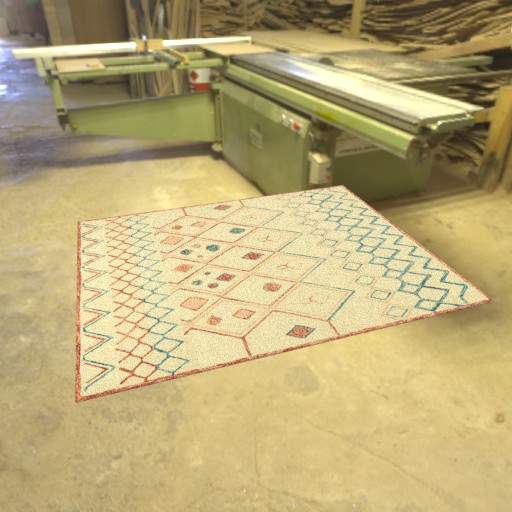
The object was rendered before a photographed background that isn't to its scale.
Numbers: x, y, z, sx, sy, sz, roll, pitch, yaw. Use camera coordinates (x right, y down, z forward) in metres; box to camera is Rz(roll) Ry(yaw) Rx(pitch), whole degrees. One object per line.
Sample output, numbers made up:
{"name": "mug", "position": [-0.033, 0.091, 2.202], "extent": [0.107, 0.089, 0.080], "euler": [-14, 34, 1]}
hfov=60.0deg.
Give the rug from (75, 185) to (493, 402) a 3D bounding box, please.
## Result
{"name": "rug", "position": [0.000, 0.000, 3.991], "extent": [3.050, 0.016, 2.441], "euler": [-10, 33, -16]}
